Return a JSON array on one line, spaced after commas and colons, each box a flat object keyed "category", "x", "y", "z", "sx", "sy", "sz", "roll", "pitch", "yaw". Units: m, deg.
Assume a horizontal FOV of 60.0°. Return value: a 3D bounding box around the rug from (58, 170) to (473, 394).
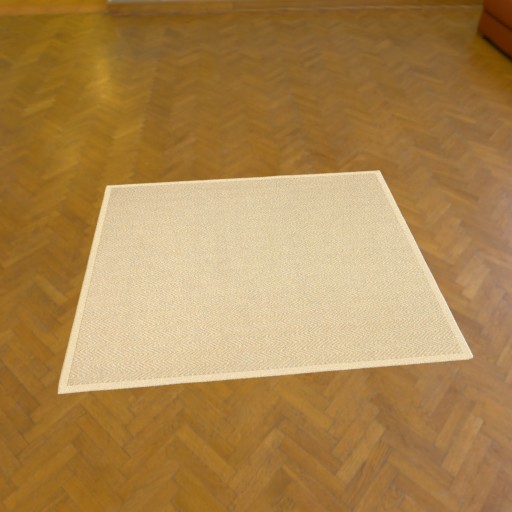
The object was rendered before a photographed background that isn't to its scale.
[{"category": "rug", "x": 0.000, "y": 0.000, "z": 4.016, "sx": 3.009, "sy": 0.019, "sz": 2.423, "roll": -4, "pitch": 45, "yaw": -4}]
